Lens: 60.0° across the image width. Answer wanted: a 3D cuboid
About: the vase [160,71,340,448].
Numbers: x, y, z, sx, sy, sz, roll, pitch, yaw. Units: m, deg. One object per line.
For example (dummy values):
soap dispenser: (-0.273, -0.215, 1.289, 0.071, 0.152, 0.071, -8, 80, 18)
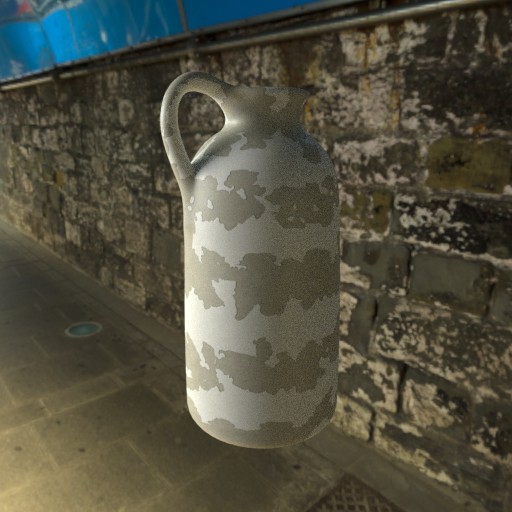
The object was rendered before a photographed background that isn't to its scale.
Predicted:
vase: (0.000, 0.000, 0.502, 0.203, 0.382, 0.186, -9, 18, -27)
